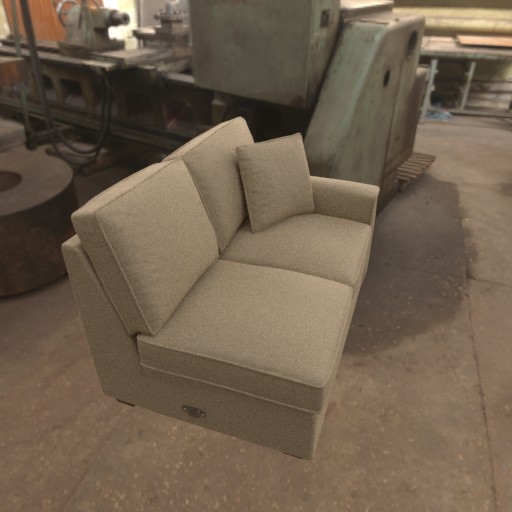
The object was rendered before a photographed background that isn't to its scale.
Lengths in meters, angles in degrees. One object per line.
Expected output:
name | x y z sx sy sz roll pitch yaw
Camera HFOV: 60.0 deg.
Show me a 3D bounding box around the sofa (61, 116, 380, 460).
sofa | 0.000 0.000 2.119 0.991 0.989 1.388 11 34 17
